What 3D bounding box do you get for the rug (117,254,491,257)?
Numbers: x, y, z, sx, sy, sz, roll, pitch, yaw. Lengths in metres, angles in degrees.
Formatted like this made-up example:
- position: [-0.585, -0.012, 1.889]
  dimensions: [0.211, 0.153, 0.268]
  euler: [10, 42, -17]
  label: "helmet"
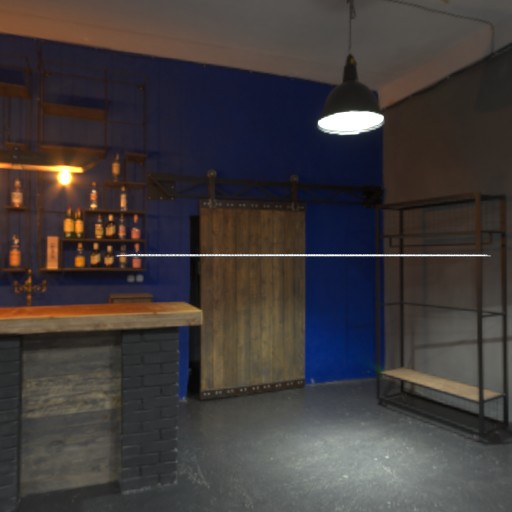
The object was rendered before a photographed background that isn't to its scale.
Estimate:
- position: [0.000, 0.000, 4.120]
  dimensions: [2.438, 0.012, 3.048]
  euler: [0, 0, -18]
  label: "rug"
